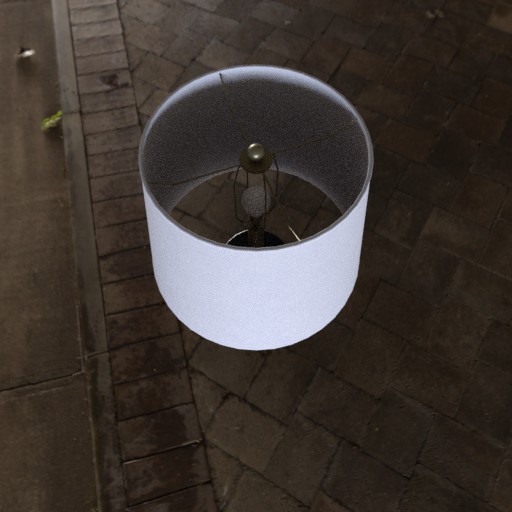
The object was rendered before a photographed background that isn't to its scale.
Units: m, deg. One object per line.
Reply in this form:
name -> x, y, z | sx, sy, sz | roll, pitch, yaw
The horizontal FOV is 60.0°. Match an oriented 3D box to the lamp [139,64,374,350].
lamp -> 0.000, 0.000, 0.535 | 0.239, 0.399, 0.239 | 0, 64, 0
